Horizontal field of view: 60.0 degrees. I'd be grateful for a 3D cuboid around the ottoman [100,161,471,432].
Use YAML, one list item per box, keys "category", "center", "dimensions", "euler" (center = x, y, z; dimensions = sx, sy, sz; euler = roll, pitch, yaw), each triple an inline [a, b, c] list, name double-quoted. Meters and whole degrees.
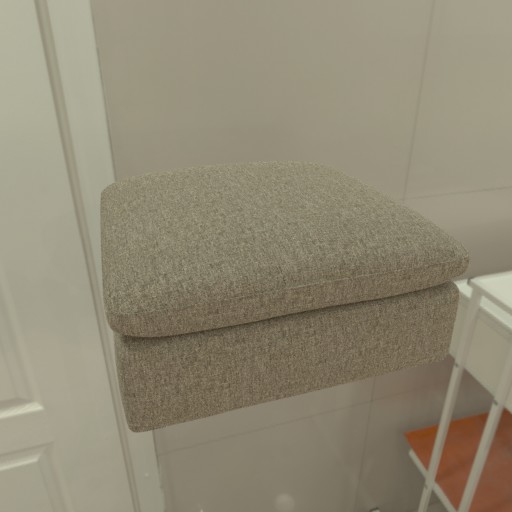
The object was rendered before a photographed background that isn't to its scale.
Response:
- category: "ottoman"
  center: [0.000, 0.000, 1.619]
  dimensions: [1.039, 0.526, 1.035]
  euler: [-8, 28, -16]
